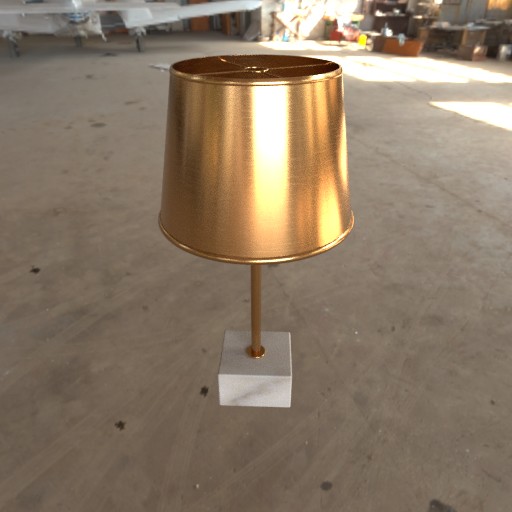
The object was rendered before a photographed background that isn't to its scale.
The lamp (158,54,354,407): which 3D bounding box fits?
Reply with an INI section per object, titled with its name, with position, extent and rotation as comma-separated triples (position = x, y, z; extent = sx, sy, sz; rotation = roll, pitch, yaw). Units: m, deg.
[lamp]
position = 0.000, 0.000, 0.508
extent = 0.208, 0.406, 0.208
rotation = 0, 31, 0
